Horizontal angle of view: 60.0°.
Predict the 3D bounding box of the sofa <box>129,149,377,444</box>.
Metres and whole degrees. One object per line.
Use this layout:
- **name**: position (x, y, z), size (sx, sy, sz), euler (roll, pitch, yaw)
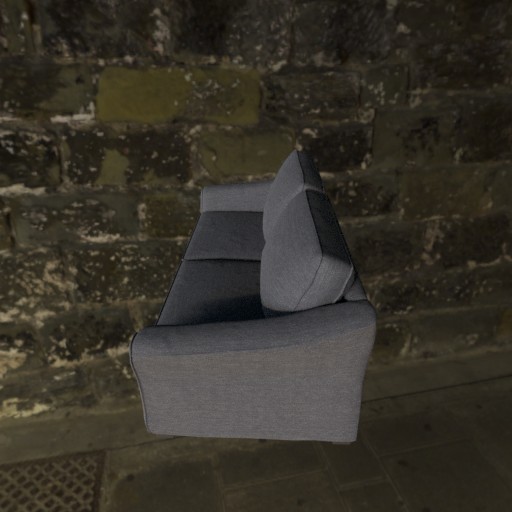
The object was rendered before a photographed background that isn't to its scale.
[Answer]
- **sofa**: position (0.000, 0.000, 2.751), size (0.971, 0.950, 2.270), euler (1, 26, 1)
